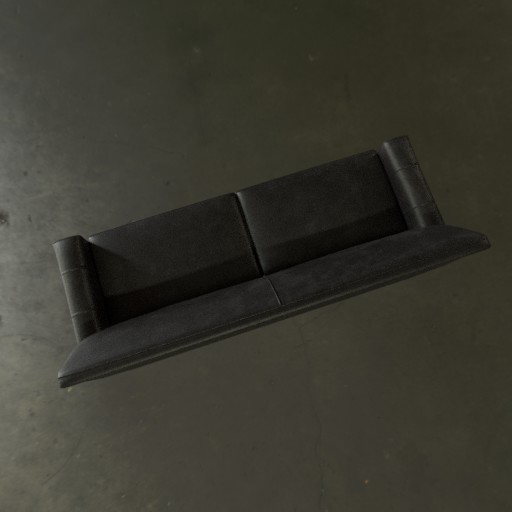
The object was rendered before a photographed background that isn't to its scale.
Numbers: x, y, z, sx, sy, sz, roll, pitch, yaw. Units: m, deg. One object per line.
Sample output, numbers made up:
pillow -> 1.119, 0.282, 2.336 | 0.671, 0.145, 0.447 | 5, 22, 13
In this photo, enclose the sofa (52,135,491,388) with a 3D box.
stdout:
sofa -> 0.000, 0.000, 2.501 | 2.053, 0.947, 0.805 | -18, 77, -4
